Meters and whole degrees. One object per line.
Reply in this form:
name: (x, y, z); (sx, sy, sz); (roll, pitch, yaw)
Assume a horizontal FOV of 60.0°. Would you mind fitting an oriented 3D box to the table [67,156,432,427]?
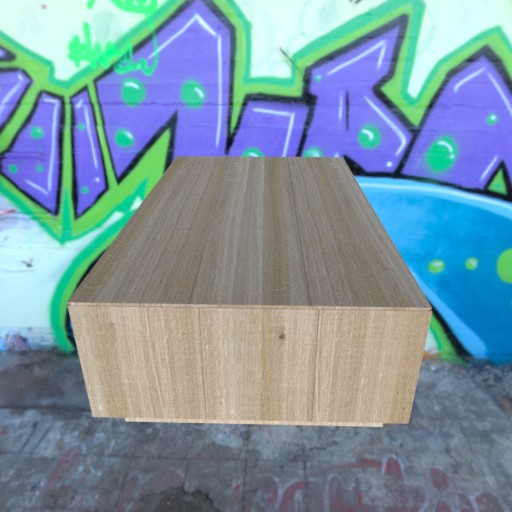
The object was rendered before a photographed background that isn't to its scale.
table: (0.000, 0.000, 1.394); (0.678, 0.353, 1.110); (1, 27, 1)
